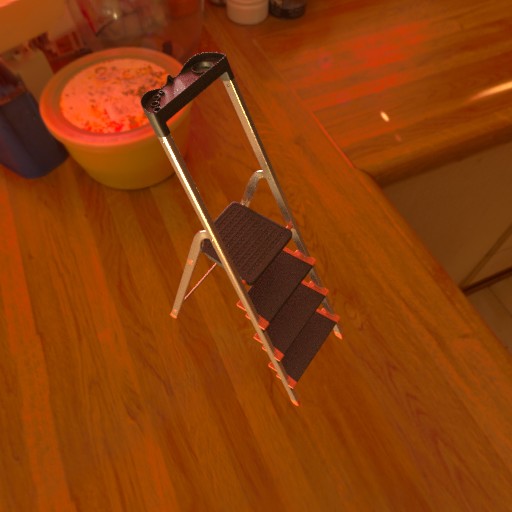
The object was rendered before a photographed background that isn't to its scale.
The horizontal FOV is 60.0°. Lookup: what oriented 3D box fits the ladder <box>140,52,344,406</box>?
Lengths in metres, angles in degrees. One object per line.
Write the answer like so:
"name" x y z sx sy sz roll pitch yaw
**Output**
"ladder" 0.000 0.000 1.778 0.834 1.429 0.452 31 64 18
